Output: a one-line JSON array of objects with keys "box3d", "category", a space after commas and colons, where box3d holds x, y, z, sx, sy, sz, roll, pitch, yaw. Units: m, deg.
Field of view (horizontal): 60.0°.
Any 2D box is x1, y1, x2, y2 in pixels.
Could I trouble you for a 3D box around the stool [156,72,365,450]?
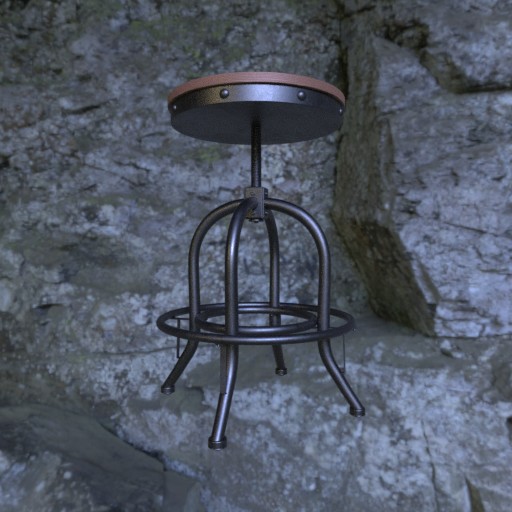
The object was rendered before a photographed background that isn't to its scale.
[{"box3d": [0.000, 0.000, 0.901, 0.439, 0.609, 0.439, 1, 2, 18], "category": "stool"}]
